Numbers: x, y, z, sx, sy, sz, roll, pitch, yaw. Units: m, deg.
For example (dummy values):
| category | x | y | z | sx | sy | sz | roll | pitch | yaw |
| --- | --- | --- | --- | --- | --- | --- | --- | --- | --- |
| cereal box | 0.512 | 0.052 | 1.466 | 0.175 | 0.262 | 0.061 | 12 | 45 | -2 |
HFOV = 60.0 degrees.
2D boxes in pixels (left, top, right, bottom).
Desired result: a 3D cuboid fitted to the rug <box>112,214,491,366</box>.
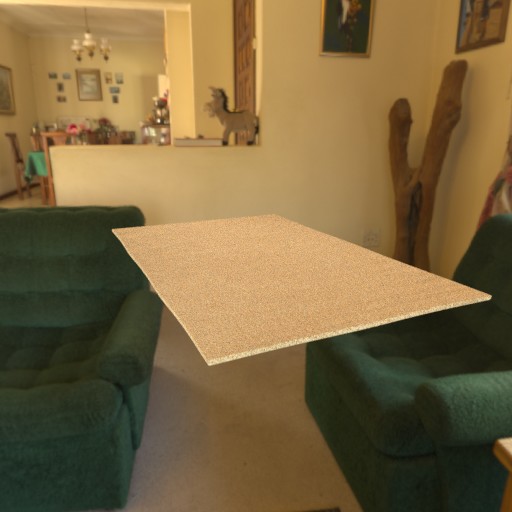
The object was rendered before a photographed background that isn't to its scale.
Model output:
| category | x | y | z | sx | sy | sz | roll | pitch | yaw |
| --- | --- | --- | --- | --- | --- | --- | --- | --- | --- |
| rug | 0.000 | 0.000 | 2.931 | 1.500 | 0.025 | 2.346 | -8 | 18 | -24 |
